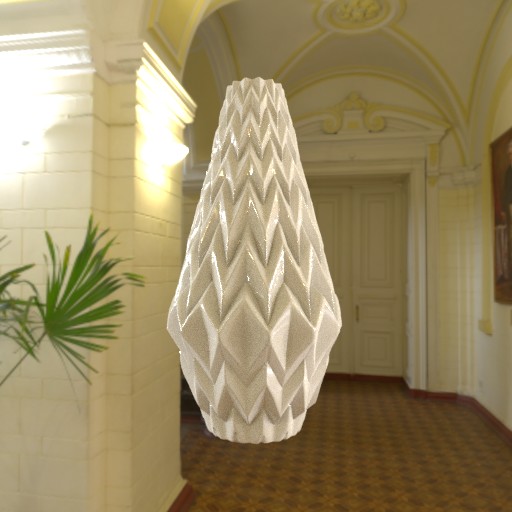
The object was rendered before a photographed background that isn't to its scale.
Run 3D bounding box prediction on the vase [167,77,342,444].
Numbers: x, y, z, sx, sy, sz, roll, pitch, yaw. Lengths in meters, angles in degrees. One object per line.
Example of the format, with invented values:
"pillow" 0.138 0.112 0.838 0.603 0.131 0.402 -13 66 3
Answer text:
"vase" 0.000 0.000 0.429 0.167 0.328 0.167 0 -1 0
